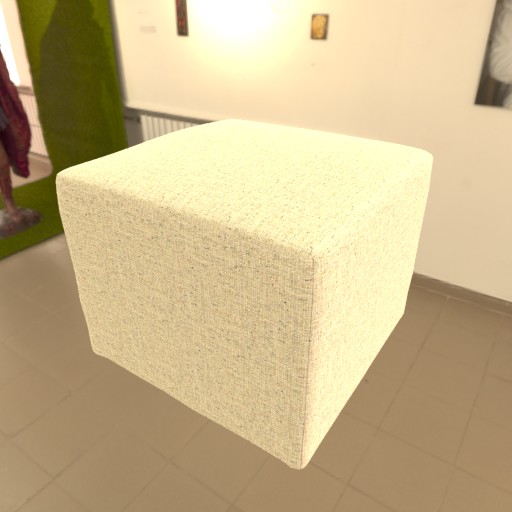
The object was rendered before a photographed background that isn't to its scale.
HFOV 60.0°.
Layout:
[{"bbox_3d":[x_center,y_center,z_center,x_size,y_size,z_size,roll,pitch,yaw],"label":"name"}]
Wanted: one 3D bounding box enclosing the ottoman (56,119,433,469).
[{"bbox_3d":[0.000,0.000,0.903,0.521,0.453,0.512,18,34,29],"label":"ottoman"}]
